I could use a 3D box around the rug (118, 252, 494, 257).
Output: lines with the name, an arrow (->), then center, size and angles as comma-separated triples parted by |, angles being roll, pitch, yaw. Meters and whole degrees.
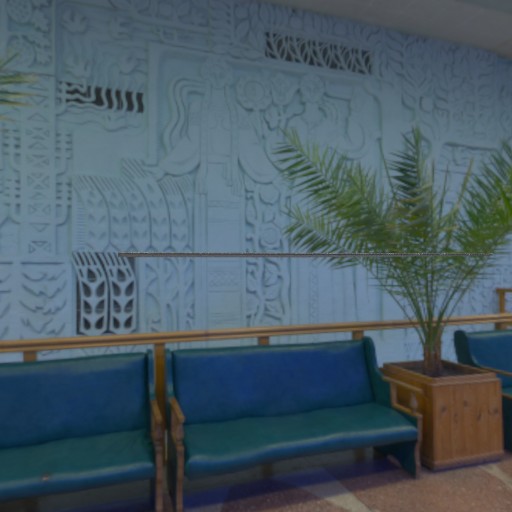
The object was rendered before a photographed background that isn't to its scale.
rug -> 0.000, 0.000, 4.094 | 2.434, 0.013, 3.057 | 0, 0, -17
